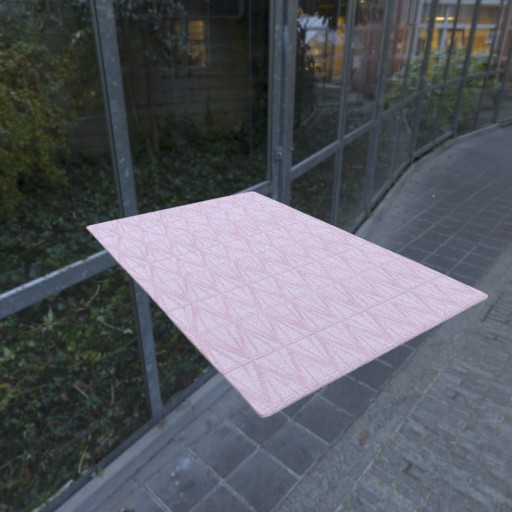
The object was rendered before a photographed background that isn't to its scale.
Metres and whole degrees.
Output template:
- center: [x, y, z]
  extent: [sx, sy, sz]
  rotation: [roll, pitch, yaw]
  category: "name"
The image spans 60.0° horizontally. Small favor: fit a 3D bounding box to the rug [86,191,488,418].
- center: [0.000, 0.000, 2.995]
  extent: [1.609, 0.015, 2.390]
  rotation: [-17, 31, -31]
  category: "rug"
